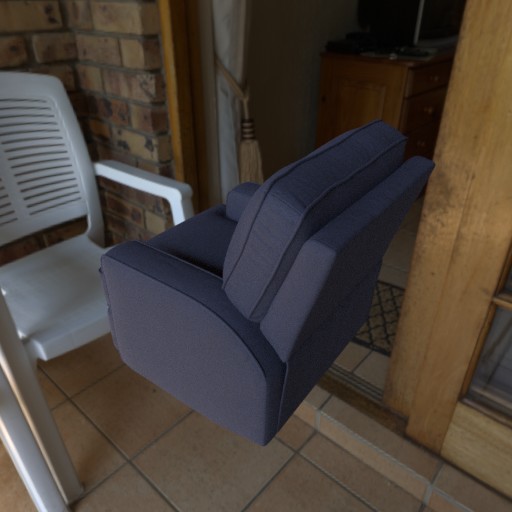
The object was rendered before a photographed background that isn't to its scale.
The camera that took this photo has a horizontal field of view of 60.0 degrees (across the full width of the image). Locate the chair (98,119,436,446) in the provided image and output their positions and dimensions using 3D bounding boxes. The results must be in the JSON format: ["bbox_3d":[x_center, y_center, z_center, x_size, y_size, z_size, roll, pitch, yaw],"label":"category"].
[{"bbox_3d":[0.000,0.000,1.655,0.964,0.962,0.861,20,37,30],"label":"chair"}]
